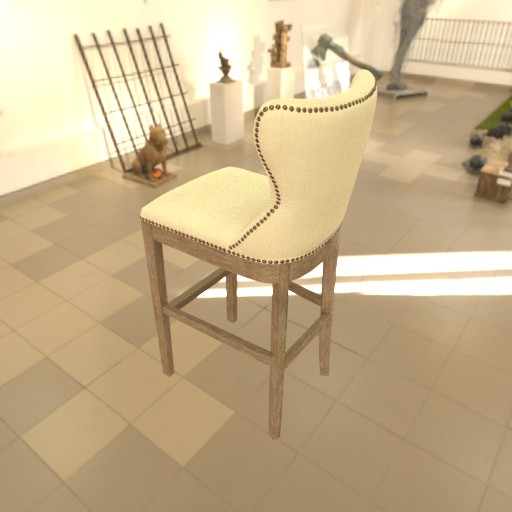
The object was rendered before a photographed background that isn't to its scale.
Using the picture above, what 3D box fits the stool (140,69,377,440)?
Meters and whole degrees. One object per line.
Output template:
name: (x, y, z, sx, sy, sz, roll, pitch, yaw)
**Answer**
stool: (0.000, 0.000, 1.446, 0.606, 1.123, 0.494, 22, 39, 30)
